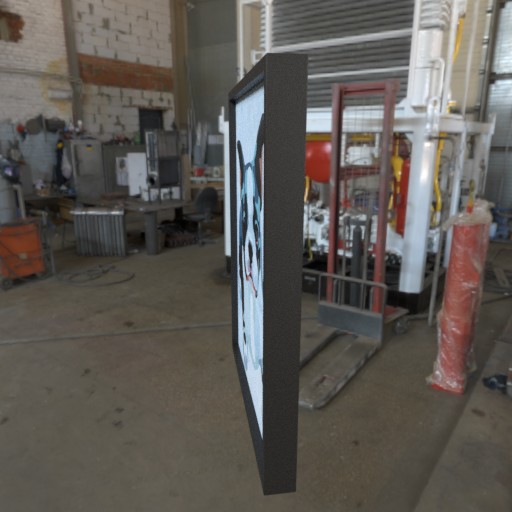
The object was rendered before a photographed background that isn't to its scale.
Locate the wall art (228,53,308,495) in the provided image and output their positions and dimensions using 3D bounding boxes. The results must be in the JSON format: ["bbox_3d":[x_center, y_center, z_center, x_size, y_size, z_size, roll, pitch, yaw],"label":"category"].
[{"bbox_3d":[0.000,0.000,0.495,0.030,0.369,0.294,-2,15,-8],"label":"wall art"}]
